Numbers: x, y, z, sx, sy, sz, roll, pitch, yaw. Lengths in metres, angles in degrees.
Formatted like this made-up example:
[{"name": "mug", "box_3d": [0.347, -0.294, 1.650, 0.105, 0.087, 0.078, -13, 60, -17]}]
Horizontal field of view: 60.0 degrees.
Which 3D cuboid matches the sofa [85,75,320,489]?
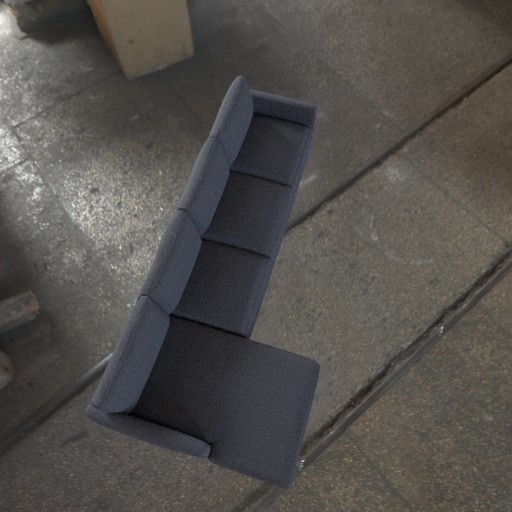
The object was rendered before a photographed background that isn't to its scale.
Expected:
[{"name": "sofa", "box_3d": [0.000, 0.000, 2.832, 1.125, 0.673, 2.445, 15, 65, 7]}]
